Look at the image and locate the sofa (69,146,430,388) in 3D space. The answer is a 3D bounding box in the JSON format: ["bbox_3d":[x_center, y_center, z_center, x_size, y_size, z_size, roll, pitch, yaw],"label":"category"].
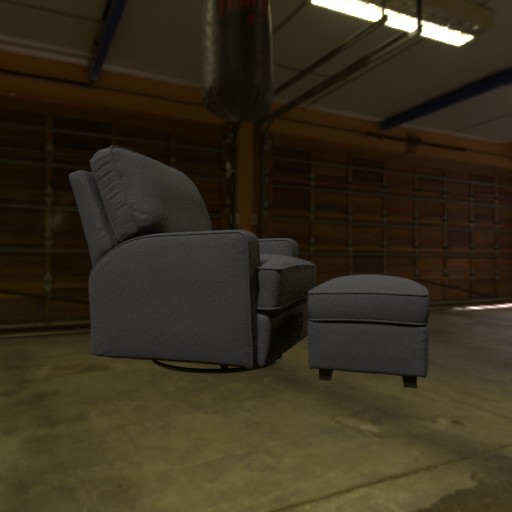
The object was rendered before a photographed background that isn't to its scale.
[{"bbox_3d":[0.000,0.000,2.041,1.472,0.959,0.861,0,-1,18],"label":"sofa"}]
